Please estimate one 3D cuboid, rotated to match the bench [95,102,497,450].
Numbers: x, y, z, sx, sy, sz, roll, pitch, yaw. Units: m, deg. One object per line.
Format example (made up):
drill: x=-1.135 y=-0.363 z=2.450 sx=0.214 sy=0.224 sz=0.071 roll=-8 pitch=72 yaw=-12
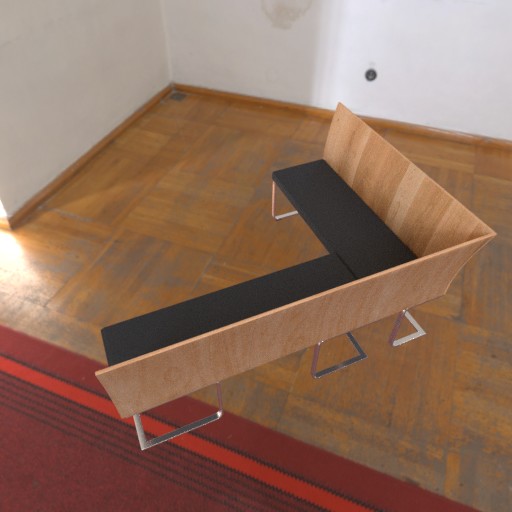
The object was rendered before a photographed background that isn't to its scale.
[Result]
bench: x=0.000 y=0.000 z=2.725 sx=1.945 sy=0.930 sz=1.495 roll=-17 pitch=48 yaw=-16
